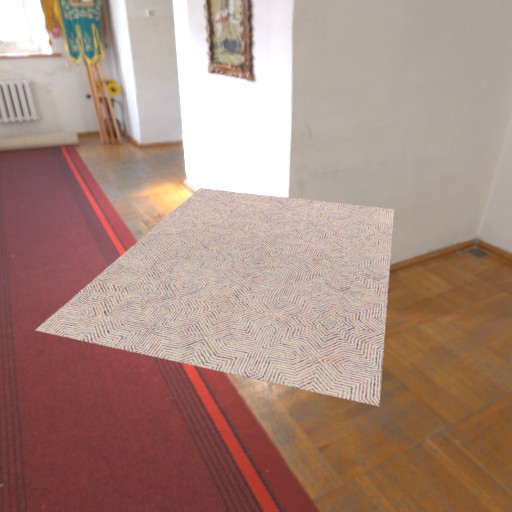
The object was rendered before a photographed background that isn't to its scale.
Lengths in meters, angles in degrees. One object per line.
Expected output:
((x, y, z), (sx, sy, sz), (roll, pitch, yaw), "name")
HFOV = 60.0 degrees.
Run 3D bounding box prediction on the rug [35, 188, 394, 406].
((0.000, 0.000, 4.189), (2.442, 0.008, 3.046), (8, 30, 15), "rug")
